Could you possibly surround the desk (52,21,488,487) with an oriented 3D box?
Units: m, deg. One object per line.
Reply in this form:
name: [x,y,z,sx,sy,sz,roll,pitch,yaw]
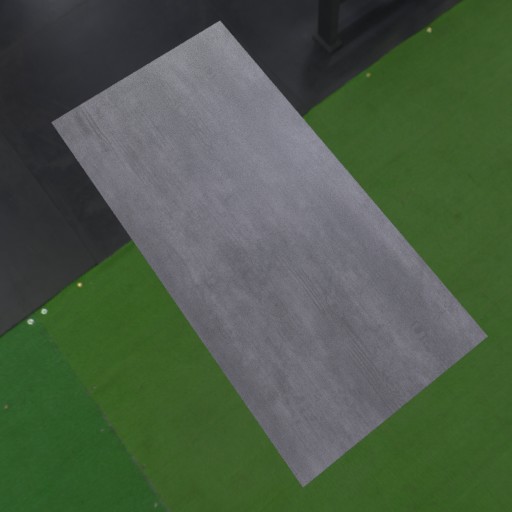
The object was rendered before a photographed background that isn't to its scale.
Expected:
desk: [0.000,0.000,1.573,0.600,0.740,1.200,-35,78,-8]
